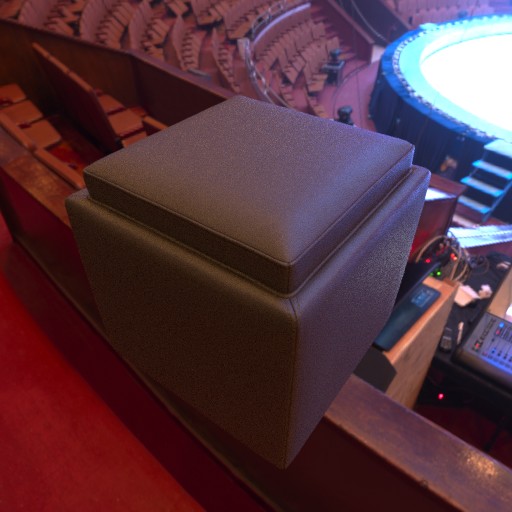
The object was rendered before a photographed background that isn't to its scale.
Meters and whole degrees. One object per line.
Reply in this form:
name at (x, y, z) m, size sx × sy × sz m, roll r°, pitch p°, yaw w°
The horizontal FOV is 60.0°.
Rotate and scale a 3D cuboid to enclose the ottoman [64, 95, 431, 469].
ottoman at (0.000, 0.000, 0.828) m, size 0.450 × 0.460 × 0.451 m, roll 25°, pitch 46°, yaw 27°
